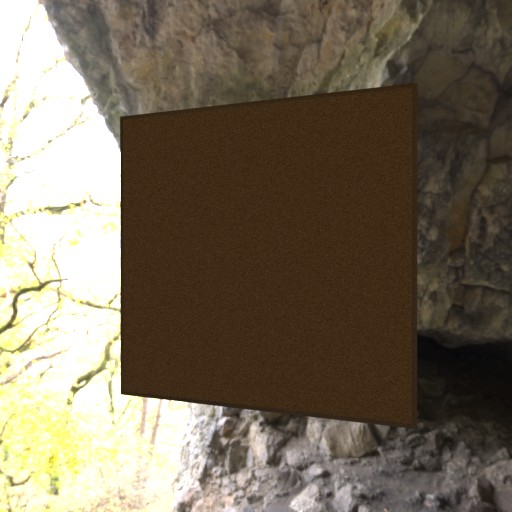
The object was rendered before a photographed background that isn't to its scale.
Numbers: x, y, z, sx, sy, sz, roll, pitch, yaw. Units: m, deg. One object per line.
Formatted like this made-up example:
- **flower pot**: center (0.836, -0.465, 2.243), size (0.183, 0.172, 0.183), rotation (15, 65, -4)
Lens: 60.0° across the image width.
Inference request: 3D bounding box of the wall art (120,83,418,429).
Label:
- **wall art**: center (0.000, 0.000, 0.751), size (0.513, 0.511, 0.038), rotation (0, 0, 18)
